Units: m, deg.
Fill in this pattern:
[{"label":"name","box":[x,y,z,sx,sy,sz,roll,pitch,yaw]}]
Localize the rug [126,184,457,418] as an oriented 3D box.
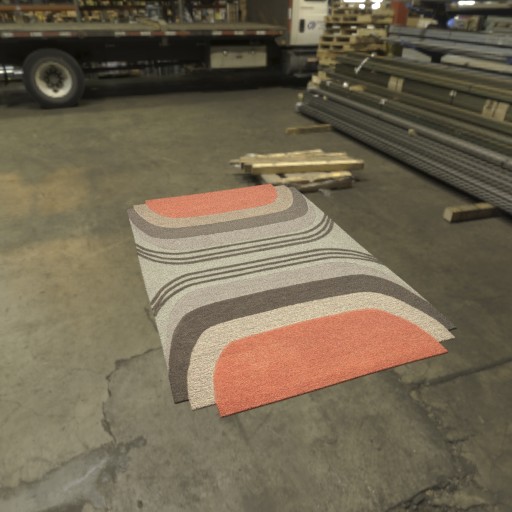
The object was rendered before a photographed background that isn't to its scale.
[{"label":"rug","box":[0.000,0.000,3.041,1.530,0.017,2.446,-10,32,-17]}]
